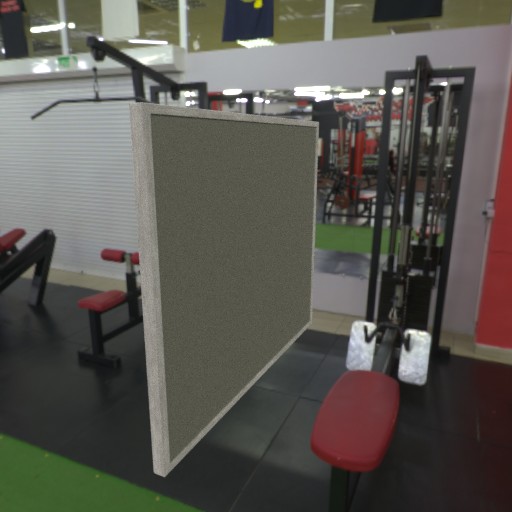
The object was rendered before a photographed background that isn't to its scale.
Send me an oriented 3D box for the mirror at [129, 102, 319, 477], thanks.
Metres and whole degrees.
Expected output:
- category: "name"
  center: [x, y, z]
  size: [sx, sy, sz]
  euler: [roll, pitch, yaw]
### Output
- category: "mirror"
  center: [0.000, 0.000, 1.137]
  size: [0.028, 0.689, 0.839]
  euler: [7, 16, 26]
